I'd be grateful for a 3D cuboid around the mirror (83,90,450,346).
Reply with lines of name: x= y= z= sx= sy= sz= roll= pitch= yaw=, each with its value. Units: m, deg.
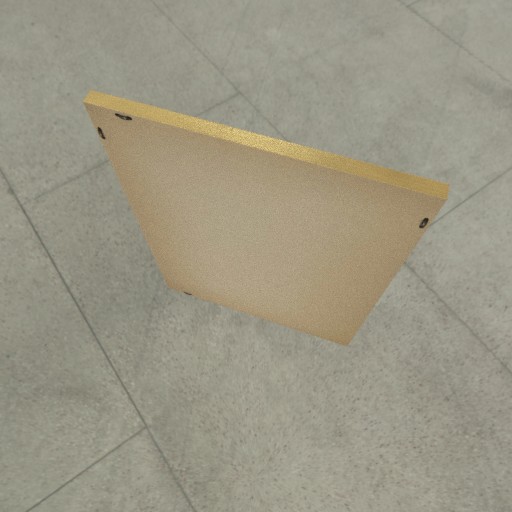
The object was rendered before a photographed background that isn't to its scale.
mirror: x=0.000 y=0.000 z=1.338 sx=0.762 sy=1.016 sz=0.041 roll=17 pitch=64 yaw=8
